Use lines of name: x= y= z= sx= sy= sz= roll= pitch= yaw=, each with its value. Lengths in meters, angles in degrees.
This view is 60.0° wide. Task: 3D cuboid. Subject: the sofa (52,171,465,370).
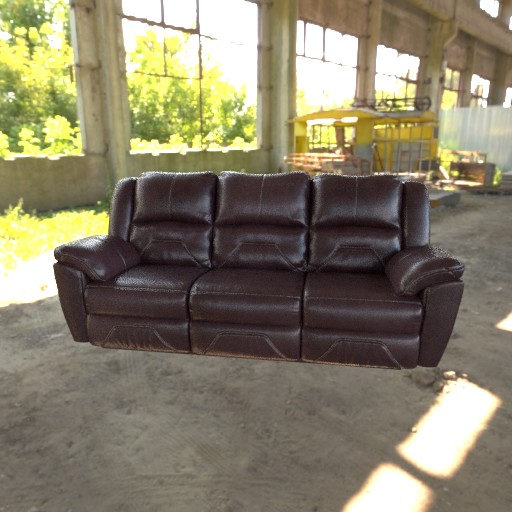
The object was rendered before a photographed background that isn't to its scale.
sofa: x=0.000 y=0.000 z=2.890 sx=2.337 sy=1.043 sz=0.991 roll=2 pitch=14 yaw=9
